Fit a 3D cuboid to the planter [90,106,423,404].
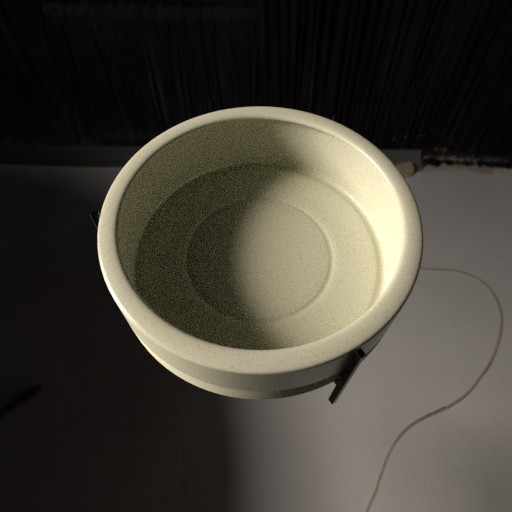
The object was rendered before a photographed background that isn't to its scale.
[{"bbox_3d":[0.000,0.000,0.533,0.345,0.171,0.336,0,59,0],"label":"planter"}]
